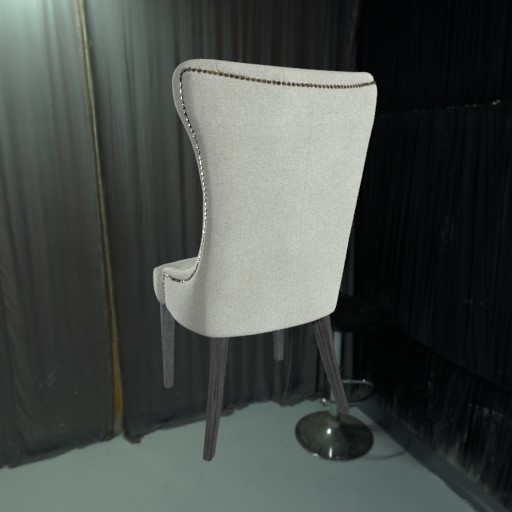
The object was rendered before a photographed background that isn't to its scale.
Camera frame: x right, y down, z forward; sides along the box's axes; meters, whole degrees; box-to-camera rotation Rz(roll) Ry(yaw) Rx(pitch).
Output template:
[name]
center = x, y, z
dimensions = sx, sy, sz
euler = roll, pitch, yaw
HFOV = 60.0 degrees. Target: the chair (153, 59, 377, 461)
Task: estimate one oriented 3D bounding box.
[chair]
center = 0.000, 0.000, 1.405
dimensions = 0.584, 1.065, 0.590
euler = -7, 16, -26
